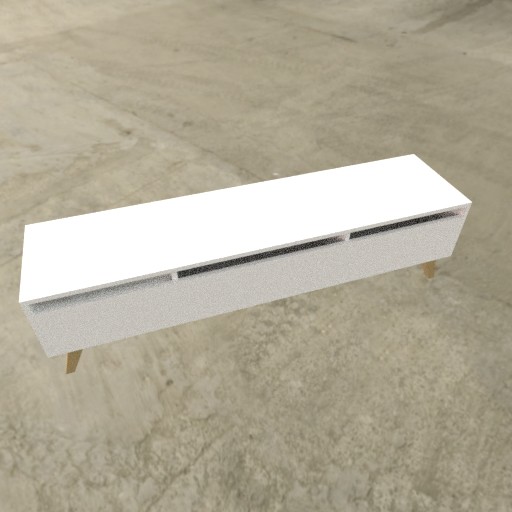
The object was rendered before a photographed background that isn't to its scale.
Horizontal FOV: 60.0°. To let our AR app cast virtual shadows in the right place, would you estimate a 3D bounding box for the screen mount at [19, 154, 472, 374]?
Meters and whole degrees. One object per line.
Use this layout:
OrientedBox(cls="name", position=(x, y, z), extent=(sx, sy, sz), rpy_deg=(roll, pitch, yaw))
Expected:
OrientedBox(cls="screen mount", position=(0.000, 0.000, 1.817), extent=(1.644, 0.432, 0.399), rpy_deg=(-13, 43, -14))
